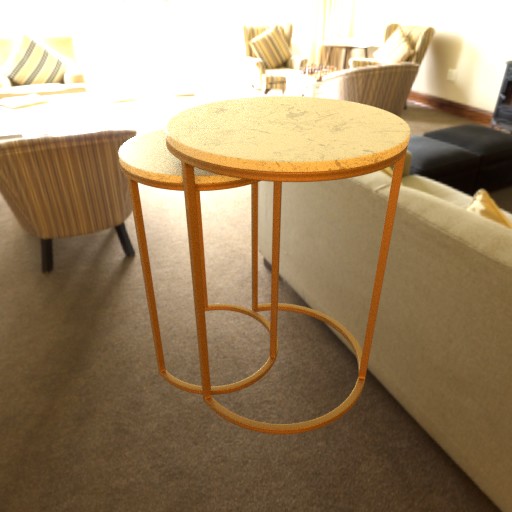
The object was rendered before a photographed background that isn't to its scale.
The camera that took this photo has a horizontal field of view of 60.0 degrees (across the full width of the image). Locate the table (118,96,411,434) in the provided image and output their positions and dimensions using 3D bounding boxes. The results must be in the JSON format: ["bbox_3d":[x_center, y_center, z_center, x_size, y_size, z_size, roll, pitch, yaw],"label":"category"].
[{"bbox_3d":[0.000,0.000,0.902,0.507,0.550,0.400,10,33,15],"label":"table"}]
